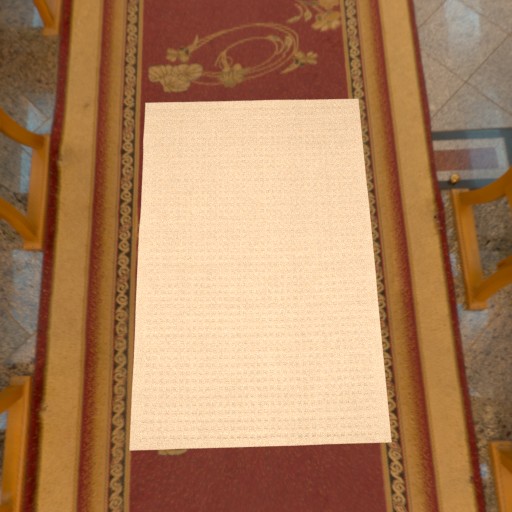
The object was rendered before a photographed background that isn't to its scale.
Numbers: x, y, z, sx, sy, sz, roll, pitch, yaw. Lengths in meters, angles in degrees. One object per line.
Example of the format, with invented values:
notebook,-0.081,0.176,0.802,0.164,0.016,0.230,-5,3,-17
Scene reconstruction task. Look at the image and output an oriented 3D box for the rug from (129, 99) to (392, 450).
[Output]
rug,0.000,0.000,2.863,1.523,0.006,2.289,-1,75,0
